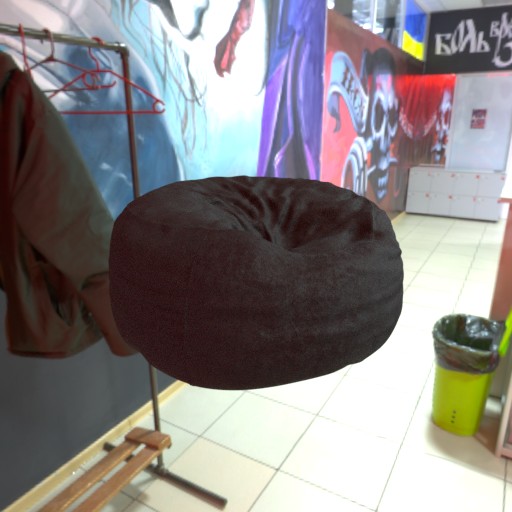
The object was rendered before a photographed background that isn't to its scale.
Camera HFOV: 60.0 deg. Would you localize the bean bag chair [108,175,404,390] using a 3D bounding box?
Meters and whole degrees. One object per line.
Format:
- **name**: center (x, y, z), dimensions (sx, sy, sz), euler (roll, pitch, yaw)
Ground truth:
- **bean bag chair**: center (0.000, 0.000, 2.382), dimensions (1.525, 0.751, 1.525), euler (0, 17, 0)
